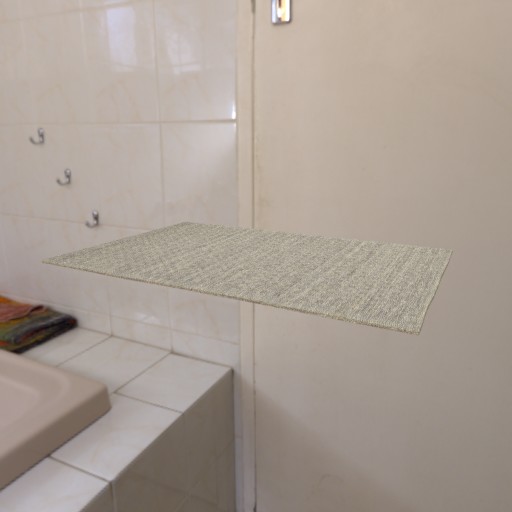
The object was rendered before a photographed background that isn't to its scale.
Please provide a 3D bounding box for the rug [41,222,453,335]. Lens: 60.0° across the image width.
[{"bbox_3d":[0.000,0.000,2.950,2.297,0.018,1.532,8,17,27],"label":"rug"}]
